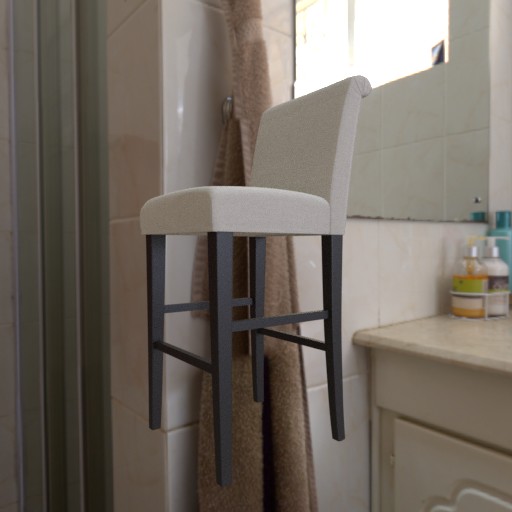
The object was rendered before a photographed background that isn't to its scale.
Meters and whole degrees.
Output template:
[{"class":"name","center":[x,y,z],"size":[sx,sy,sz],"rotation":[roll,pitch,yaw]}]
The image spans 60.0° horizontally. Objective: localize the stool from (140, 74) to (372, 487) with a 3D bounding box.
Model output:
[{"class":"stool","center":[0.000,0.000,1.415],"size":[0.597,1.124,0.452],"rotation":[-1,2,-37]}]
